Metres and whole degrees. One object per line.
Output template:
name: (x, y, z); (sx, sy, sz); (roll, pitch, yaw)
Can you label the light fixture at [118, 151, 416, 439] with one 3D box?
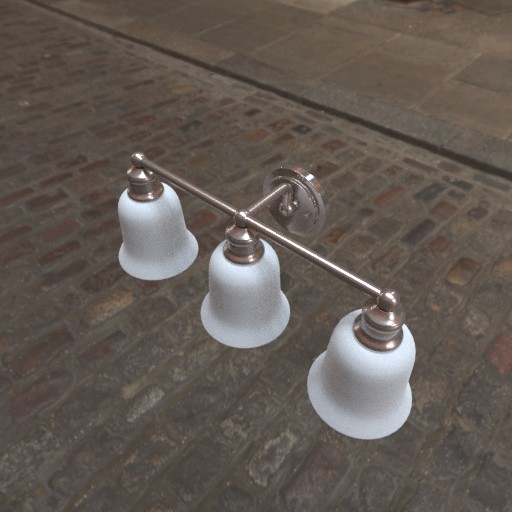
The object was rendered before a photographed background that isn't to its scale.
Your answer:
light fixture: (0.000, 0.000, 0.661); (0.570, 0.211, 0.198); (31, 53, 27)
